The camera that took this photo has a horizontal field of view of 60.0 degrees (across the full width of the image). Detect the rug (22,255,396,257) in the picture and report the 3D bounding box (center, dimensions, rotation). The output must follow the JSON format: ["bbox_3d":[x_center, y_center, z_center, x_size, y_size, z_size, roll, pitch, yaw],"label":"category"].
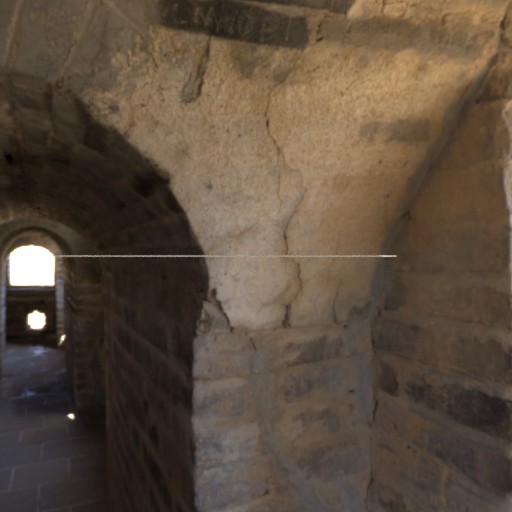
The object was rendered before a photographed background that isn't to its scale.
[{"bbox_3d":[0.000,0.000,3.998,2.380,0.008,2.977,0,0,19],"label":"rug"}]
